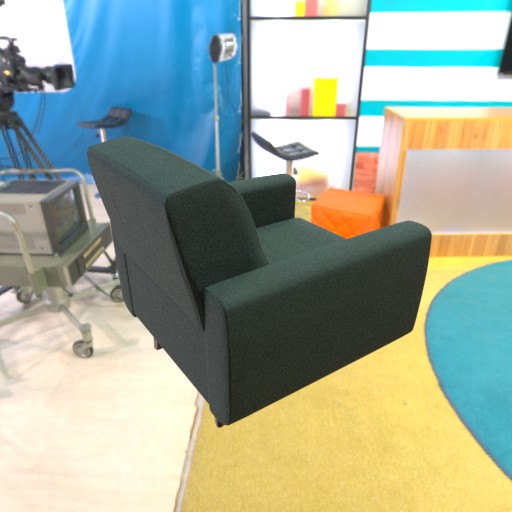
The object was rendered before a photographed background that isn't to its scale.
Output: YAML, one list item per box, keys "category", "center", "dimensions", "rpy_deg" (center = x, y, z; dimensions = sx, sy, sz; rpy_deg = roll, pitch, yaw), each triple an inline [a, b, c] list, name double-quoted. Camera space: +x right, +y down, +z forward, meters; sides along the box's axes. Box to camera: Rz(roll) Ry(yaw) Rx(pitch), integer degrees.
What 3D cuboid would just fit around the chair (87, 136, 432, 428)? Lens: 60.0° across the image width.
- category: "chair"
  center: [0.000, 0.000, 1.589]
  dimensions: [0.909, 0.841, 0.831]
  rpy_deg: [-18, 32, -31]
